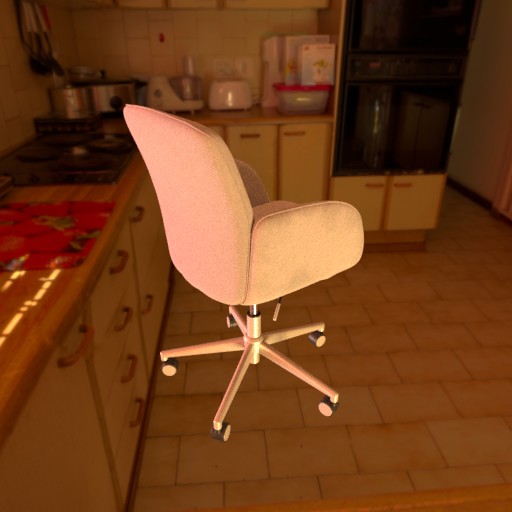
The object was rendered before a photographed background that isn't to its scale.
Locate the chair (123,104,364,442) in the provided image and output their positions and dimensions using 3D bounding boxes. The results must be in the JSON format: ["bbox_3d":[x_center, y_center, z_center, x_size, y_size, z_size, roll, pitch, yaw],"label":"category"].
[{"bbox_3d":[0.000,0.000,1.419,0.654,0.959,0.648,-17,31,-31],"label":"chair"}]
